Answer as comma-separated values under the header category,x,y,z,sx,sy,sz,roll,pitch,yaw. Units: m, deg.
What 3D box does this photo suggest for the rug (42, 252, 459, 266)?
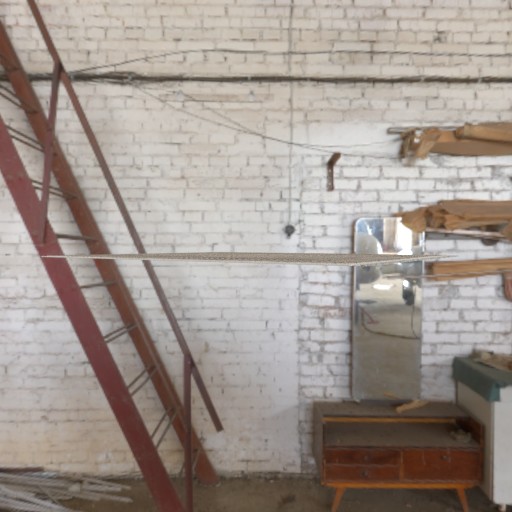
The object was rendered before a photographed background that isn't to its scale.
category,x,y,z,sx,sy,sz,roll,pitch,yaw
rug,0.000,0.000,3.929,2.940,0.013,2.312,1,2,35
